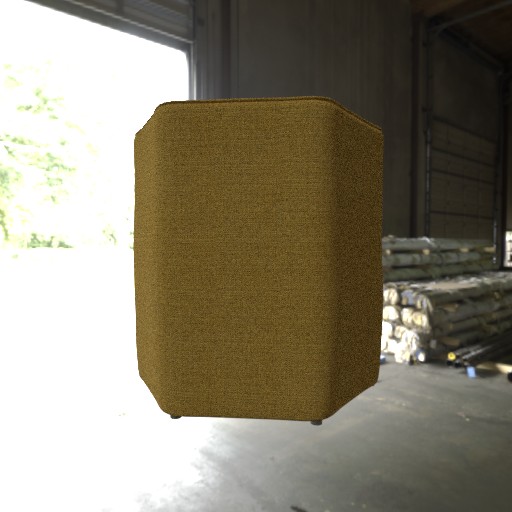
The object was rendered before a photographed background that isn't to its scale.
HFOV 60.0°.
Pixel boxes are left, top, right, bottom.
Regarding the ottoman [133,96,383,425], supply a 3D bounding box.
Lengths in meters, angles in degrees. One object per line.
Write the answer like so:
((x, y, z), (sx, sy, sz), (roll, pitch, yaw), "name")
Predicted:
((0.000, 0.000, 0.876), (0.443, 0.502, 0.494), (1, 2, 35), "ottoman")
